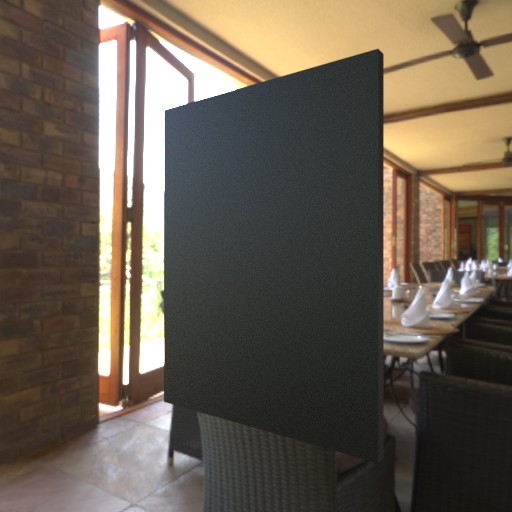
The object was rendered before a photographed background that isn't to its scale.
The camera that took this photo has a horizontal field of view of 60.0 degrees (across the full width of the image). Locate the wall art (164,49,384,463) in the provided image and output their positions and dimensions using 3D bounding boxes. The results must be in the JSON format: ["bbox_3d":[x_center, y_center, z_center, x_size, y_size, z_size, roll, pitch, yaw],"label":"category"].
[{"bbox_3d":[0.000,0.000,1.389,0.806,1.062,0.038,0,0,36],"label":"wall art"}]
